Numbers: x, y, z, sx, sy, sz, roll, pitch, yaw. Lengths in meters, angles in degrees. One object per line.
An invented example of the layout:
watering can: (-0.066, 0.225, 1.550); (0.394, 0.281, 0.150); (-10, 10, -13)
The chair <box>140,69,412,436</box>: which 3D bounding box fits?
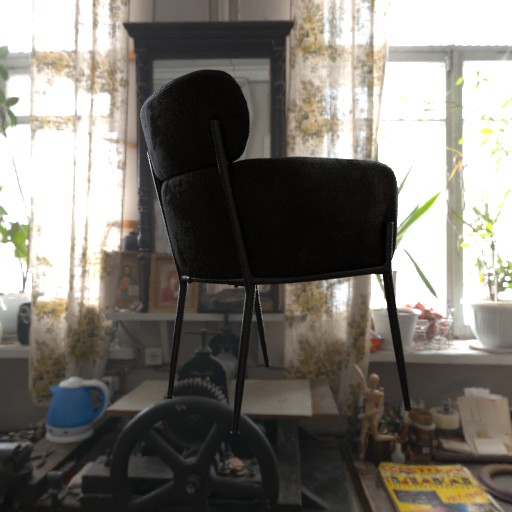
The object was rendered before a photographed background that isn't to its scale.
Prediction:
chair: (0.000, 0.000, 1.249); (0.604, 0.818, 0.640); (1, -1, -37)
